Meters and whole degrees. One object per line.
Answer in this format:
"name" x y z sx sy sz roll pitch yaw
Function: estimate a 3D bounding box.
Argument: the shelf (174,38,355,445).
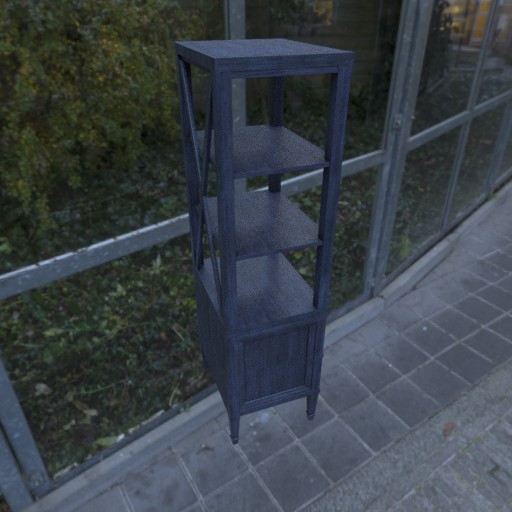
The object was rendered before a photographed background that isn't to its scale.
"shelf" 0.000 0.000 2.013 0.472 1.727 0.584 -11 32 -18
